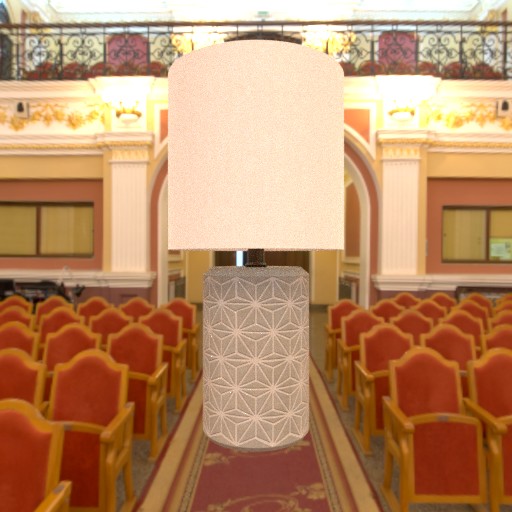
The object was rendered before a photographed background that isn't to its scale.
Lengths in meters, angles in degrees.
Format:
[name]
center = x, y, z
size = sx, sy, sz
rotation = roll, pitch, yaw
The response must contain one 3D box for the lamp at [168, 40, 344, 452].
[lamp]
center = 0.000, 0.000, 0.529
size = 0.206, 0.416, 0.206
rotation = 0, 0, 1
